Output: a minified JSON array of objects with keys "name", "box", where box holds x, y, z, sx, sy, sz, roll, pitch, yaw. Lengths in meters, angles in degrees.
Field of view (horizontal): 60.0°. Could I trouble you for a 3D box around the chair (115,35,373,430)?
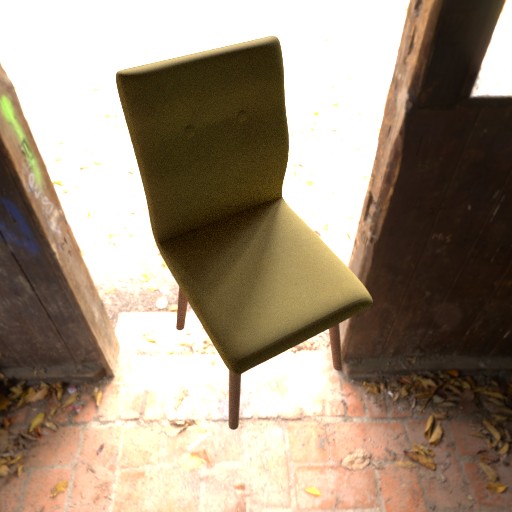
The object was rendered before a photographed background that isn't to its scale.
[{"name":"chair","box":[0.000,0.000,1.274,0.450,0.965,0.550,-23,51,-20]}]
